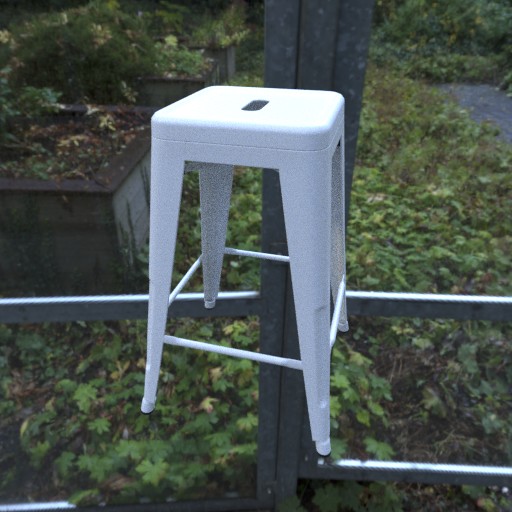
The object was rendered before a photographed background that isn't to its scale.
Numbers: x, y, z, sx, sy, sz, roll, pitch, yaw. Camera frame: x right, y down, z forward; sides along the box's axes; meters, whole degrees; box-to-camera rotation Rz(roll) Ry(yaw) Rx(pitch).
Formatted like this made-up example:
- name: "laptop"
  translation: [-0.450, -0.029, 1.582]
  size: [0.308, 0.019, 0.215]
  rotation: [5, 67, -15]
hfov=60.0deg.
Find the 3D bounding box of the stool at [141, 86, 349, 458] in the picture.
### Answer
- name: "stool"
  translation: [0.000, 0.000, 0.909]
  size: [0.406, 0.610, 0.406]
  rotation: [8, 31, 13]
